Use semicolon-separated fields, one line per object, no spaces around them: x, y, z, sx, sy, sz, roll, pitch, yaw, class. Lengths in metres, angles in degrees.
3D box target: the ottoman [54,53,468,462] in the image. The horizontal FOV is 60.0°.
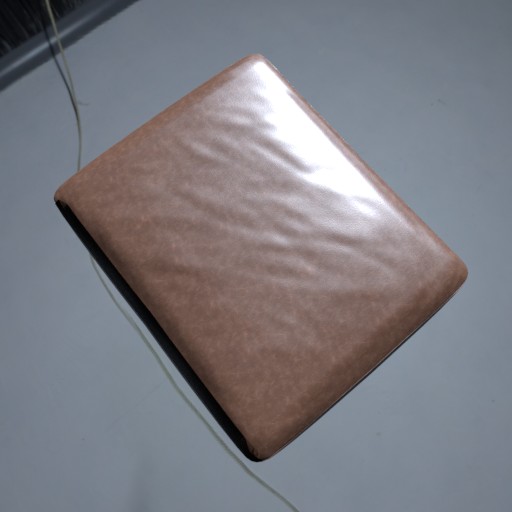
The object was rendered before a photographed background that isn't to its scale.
0.000;0.000;1.107;0.603;0.476;0.751;-38;79;-9;ottoman
